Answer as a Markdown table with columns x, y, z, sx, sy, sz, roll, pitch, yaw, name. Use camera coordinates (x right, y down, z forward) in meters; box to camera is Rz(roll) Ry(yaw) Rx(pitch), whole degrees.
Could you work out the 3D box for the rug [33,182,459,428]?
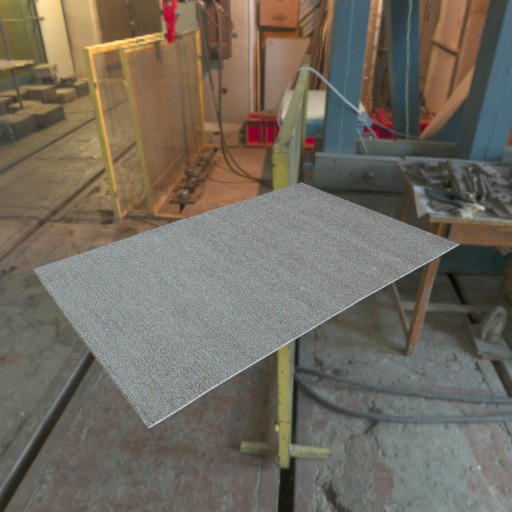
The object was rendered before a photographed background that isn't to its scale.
| x | y | z | sx | sy | sz | roll | pitch | yaw | name |
| --- | --- | --- | --- | --- | --- | --- | --- | --- | --- |
| 0.000 | 0.000 | 2.195 | 1.792 | 0.021 | 1.154 | -23 | 37 | -33 | rug |
